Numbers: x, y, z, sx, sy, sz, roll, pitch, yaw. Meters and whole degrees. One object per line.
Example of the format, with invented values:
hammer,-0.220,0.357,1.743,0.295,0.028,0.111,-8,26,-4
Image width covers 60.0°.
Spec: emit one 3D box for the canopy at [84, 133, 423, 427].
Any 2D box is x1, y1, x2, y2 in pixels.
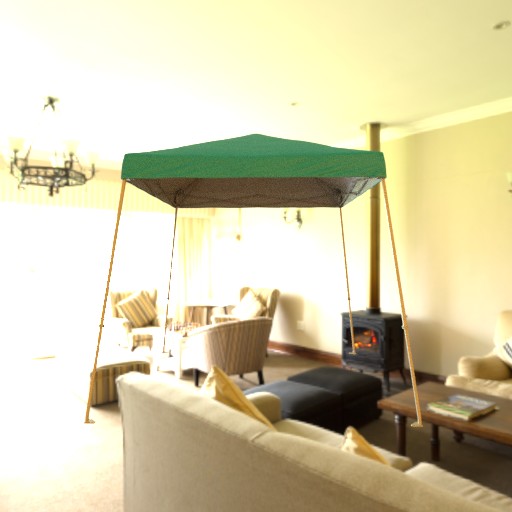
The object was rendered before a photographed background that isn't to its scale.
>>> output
canopy,0.000,0.000,5.149,2.850,2.850,2.849,0,0,1
